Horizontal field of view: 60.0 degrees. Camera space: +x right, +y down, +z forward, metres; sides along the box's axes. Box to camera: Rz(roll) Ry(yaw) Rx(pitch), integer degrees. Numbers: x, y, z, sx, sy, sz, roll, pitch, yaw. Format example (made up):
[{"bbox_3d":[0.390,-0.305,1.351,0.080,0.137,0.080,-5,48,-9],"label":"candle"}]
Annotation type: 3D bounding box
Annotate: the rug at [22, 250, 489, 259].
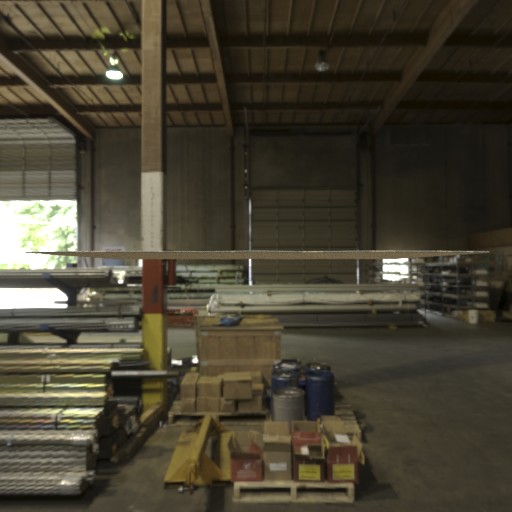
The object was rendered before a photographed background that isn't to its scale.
[{"bbox_3d":[0.000,0.000,2.213,1.754,0.010,1.148,0,-2,0],"label":"rug"}]
